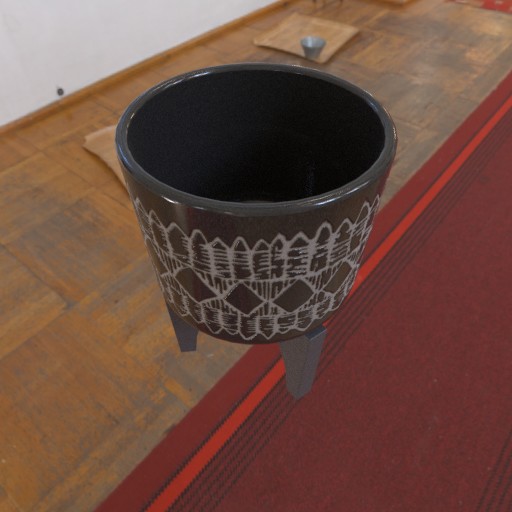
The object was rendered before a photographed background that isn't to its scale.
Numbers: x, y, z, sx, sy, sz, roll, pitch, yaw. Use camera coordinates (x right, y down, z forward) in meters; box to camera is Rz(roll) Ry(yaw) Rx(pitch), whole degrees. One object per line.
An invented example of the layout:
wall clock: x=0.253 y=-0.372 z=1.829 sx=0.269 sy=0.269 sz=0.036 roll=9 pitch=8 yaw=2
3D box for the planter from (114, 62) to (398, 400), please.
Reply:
planter: x=0.000 y=0.000 z=0.526 sx=0.251 sy=0.355 sz=0.251 roll=-4 pitch=47 yaw=-4
